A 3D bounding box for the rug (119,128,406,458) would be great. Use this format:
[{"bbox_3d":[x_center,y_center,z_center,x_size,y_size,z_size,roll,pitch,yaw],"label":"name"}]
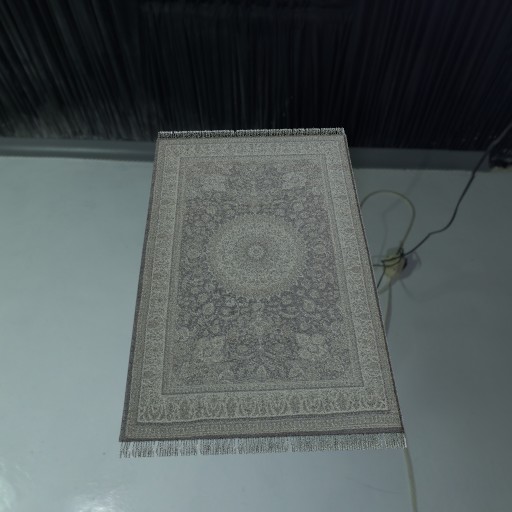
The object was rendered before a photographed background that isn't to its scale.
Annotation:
[{"bbox_3d":[0.000,0.000,2.965,1.528,0.010,2.440,-2,58,-1],"label":"rug"}]
